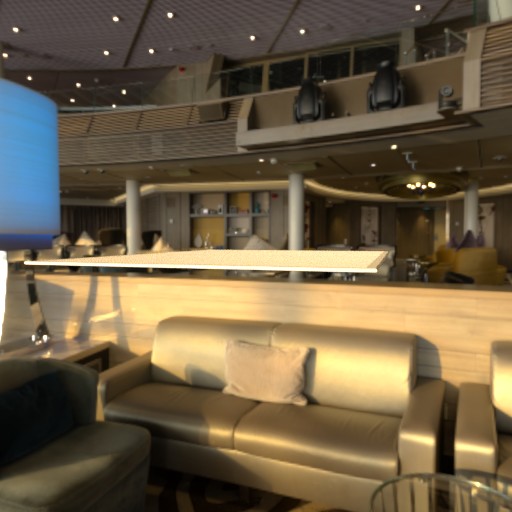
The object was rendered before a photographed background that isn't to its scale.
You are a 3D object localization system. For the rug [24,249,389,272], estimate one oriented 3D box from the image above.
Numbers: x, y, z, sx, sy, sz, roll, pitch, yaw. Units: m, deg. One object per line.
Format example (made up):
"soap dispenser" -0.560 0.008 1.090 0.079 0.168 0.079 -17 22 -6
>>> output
"rug" 0.000 0.000 4.858 2.734 0.037 3.659 1 3 18
